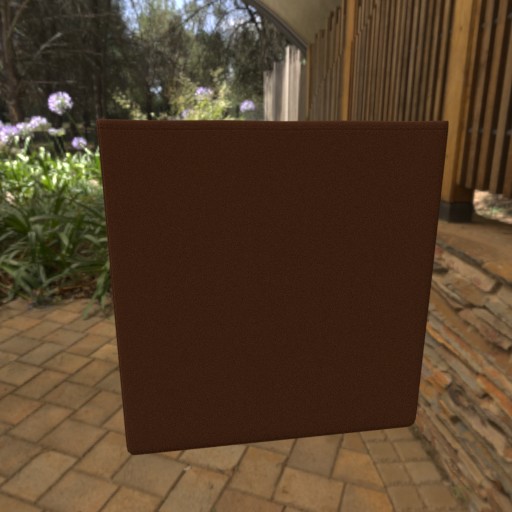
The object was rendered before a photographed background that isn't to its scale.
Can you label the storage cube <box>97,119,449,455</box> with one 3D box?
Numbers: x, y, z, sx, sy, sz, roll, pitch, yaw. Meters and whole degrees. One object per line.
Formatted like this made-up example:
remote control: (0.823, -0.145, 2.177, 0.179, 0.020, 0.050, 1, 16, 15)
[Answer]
storage cube: (0.000, 0.000, 0.489, 0.270, 0.280, 0.270, -2, 16, -8)
